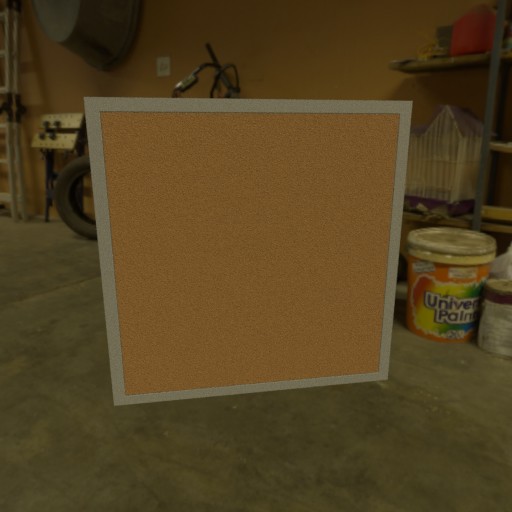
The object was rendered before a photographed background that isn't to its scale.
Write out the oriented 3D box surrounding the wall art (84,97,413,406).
[{"bbox_3d":[0.000,0.000,0.760,0.506,0.506,0.038,-3,16,-9],"label":"wall art"}]
